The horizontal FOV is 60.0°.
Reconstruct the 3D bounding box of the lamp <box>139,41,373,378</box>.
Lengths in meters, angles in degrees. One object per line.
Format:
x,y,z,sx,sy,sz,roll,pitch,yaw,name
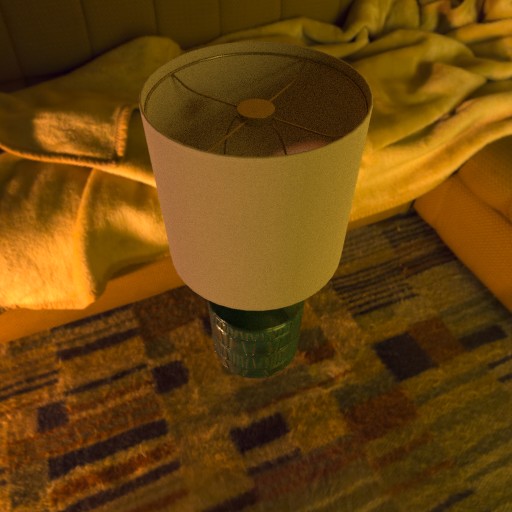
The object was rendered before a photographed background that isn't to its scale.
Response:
0.000,0.000,0.574,0.211,0.455,0.211,-35,57,-28,lamp
